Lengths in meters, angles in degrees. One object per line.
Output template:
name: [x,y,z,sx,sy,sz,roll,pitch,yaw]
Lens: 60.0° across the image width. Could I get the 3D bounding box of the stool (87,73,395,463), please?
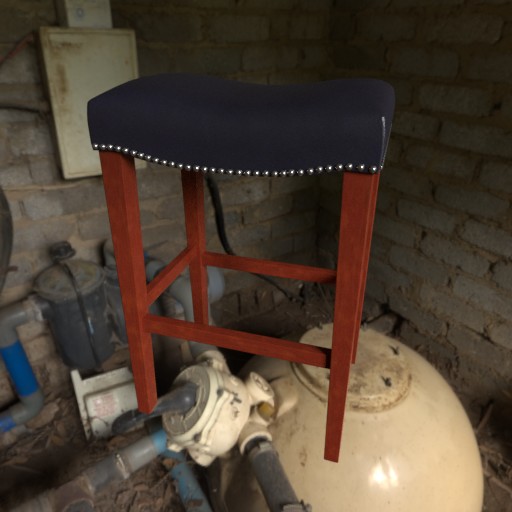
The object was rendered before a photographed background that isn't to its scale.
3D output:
stool: [0.000,0.000,0.990,0.504,0.742,0.372,8,28,15]
